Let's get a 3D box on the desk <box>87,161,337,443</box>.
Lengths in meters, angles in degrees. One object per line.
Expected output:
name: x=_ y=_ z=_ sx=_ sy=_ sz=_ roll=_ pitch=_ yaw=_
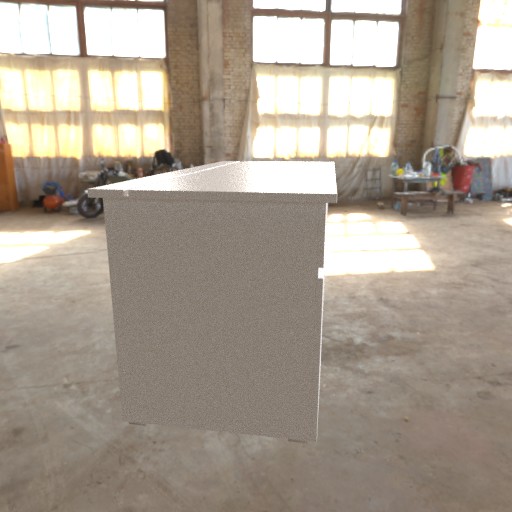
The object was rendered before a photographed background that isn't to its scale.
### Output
desk: x=0.000 y=0.000 z=2.003 sx=0.670 sy=0.760 sz=1.580 roll=2 pitch=15 yaw=9
